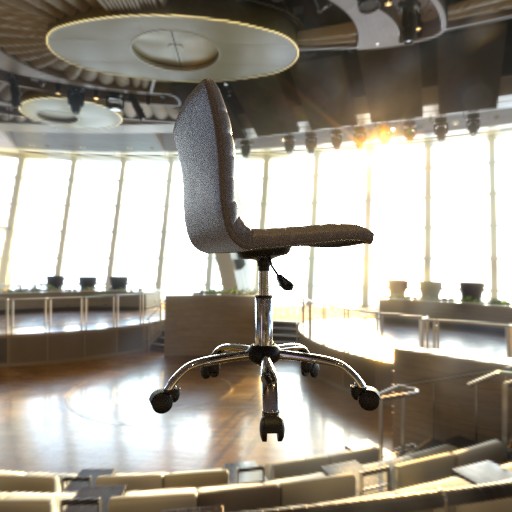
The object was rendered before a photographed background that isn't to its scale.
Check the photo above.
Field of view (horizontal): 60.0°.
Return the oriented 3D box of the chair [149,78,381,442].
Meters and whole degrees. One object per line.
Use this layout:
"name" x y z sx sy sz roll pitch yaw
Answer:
"chair" 0.000 0.000 1.156 0.542 0.750 0.569 0 0 -20
